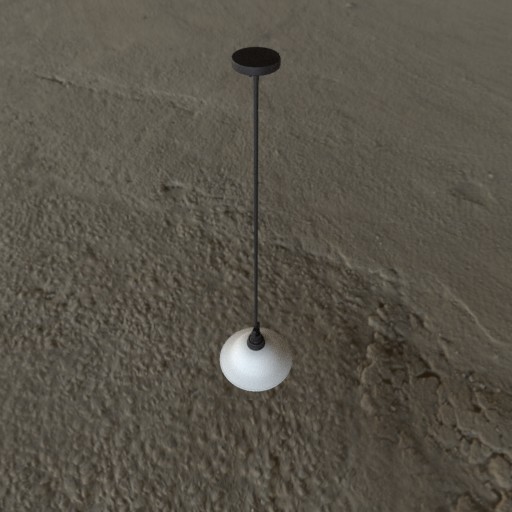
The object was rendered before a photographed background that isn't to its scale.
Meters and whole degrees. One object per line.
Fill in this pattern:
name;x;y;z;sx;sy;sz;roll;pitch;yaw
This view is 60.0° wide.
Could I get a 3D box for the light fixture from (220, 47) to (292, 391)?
light fixture;0.000;0.000;1.504;0.324;1.337;0.324;15;49;14
